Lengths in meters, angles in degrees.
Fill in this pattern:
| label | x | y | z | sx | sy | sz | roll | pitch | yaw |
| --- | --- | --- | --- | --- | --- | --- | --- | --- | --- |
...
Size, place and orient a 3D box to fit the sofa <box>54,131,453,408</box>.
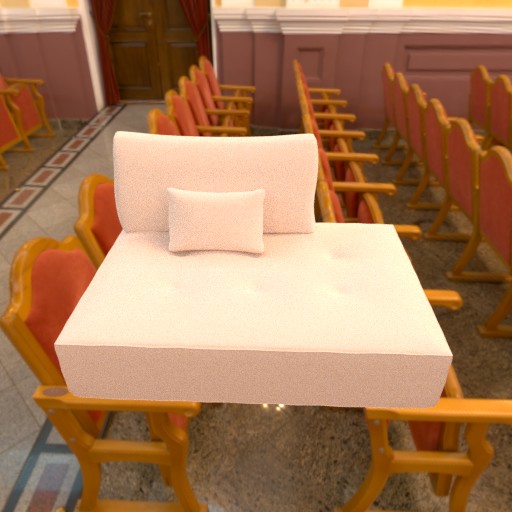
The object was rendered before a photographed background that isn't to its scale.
| label | x | y | z | sx | sy | sz | roll | pitch | yaw |
| --- | --- | --- | --- | --- | --- | --- | --- | --- | --- |
| sofa | 0.000 | 0.000 | 1.969 | 1.450 | 0.820 | 1.000 | 1 | 33 | 2 |
